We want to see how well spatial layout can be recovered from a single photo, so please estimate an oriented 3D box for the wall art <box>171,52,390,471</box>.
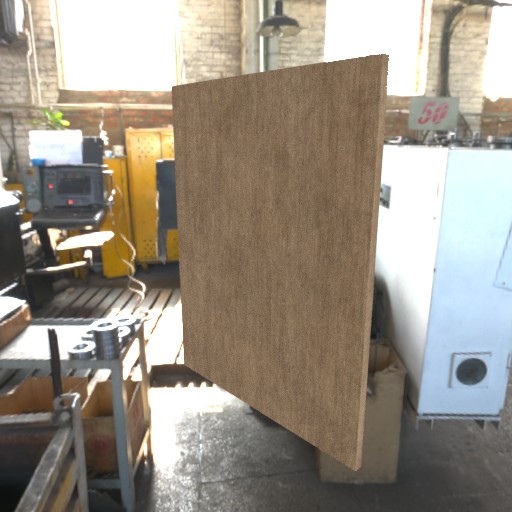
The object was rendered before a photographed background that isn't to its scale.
[{"bbox_3d":[0.000,0.000,0.894,0.018,0.686,0.534,-13,20,-42],"label":"wall art"}]
